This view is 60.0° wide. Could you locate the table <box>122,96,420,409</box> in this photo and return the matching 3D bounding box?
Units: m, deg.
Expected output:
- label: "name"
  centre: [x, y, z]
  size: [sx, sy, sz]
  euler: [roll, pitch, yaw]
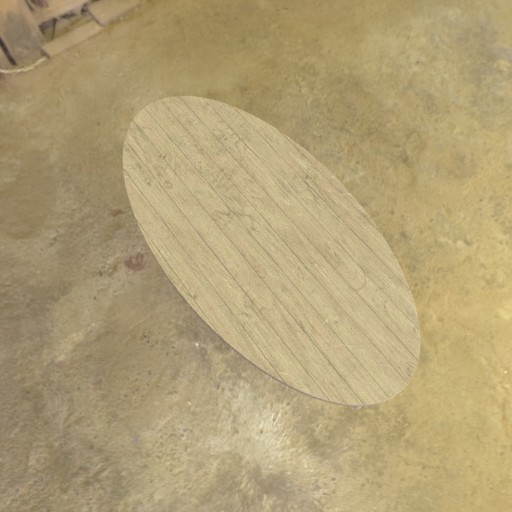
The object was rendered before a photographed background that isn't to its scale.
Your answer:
- label: "table"
  centre: [0.000, 0.000, 1.356]
  size: [0.542, 0.390, 1.083]
  euler: [-34, 68, -15]
